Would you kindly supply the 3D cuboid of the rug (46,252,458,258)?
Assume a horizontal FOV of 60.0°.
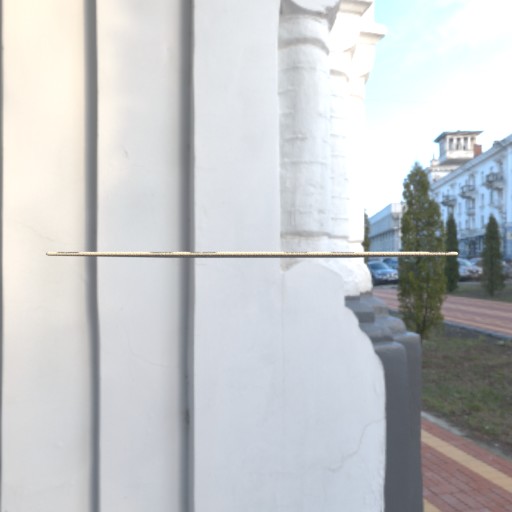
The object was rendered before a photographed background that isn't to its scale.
[{"bbox_3d":[0.000,0.000,3.817,2.211,0.021,2.910,0,0,1],"label":"rug"}]
